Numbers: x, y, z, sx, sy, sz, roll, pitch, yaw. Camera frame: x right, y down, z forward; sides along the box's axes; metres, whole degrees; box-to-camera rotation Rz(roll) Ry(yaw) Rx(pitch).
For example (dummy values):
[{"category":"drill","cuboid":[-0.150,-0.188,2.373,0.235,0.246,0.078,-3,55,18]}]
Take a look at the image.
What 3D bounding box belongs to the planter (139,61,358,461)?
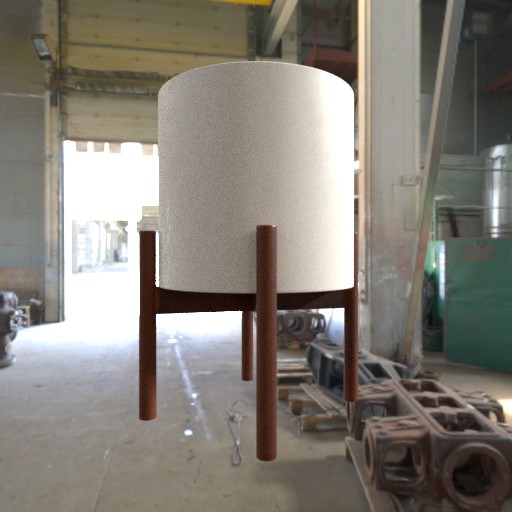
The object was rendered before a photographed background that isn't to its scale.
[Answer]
[{"category":"planter","cuboid":[0.000,0.000,0.969,0.417,0.670,0.417,0,0,35]}]
